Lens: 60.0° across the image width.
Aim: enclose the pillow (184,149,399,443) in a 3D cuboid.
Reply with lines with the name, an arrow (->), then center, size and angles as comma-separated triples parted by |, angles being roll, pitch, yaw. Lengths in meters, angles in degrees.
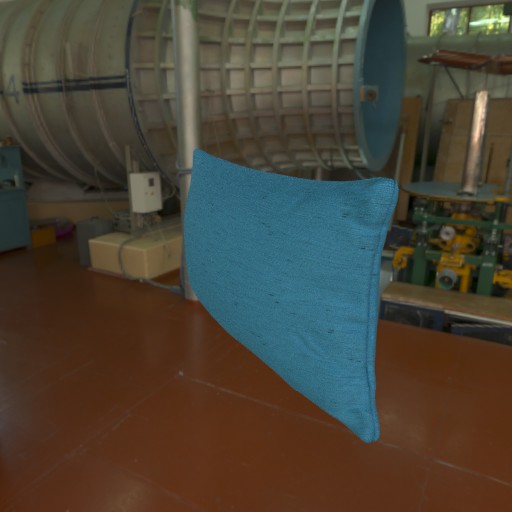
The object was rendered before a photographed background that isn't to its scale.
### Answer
pillow -> 0.000, 0.000, 0.783 | 0.210, 0.338, 0.633 | -8, 19, -26
